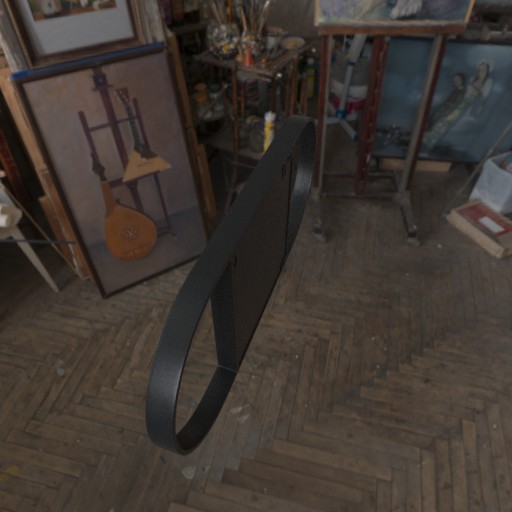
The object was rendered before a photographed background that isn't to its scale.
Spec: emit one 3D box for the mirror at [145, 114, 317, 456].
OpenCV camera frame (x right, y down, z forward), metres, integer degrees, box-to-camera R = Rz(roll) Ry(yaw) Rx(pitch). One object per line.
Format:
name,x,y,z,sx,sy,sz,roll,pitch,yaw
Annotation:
mirror,0.000,0.000,0.659,0.032,0.254,0.584,15,48,14
